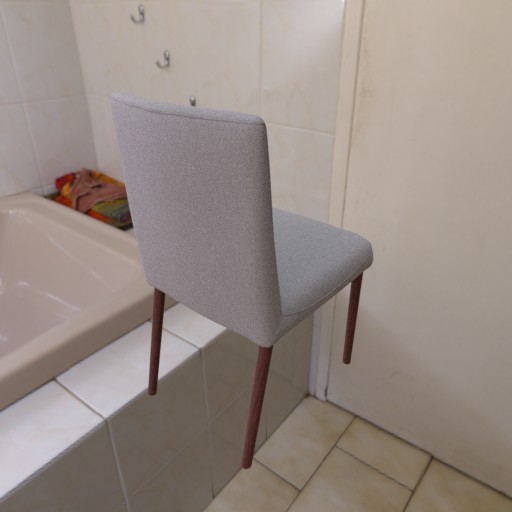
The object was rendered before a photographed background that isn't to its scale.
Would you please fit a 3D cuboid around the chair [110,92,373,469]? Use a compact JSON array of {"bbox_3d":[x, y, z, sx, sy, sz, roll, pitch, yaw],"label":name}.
[{"bbox_3d":[0.000,0.000,1.192,0.456,0.859,0.570,22,35,35],"label":"chair"}]
